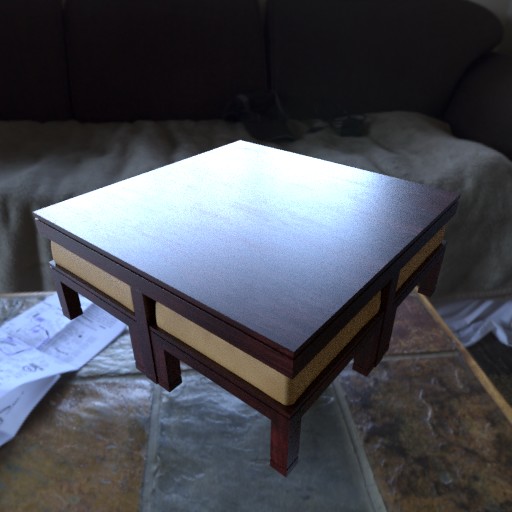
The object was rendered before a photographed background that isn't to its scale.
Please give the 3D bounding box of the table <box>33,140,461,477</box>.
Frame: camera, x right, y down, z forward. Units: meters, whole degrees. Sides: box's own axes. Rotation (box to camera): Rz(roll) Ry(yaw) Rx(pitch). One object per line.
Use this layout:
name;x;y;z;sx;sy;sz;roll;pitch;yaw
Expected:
table;0.000;0.000;1.352;0.865;0.356;0.865;23;38;33
